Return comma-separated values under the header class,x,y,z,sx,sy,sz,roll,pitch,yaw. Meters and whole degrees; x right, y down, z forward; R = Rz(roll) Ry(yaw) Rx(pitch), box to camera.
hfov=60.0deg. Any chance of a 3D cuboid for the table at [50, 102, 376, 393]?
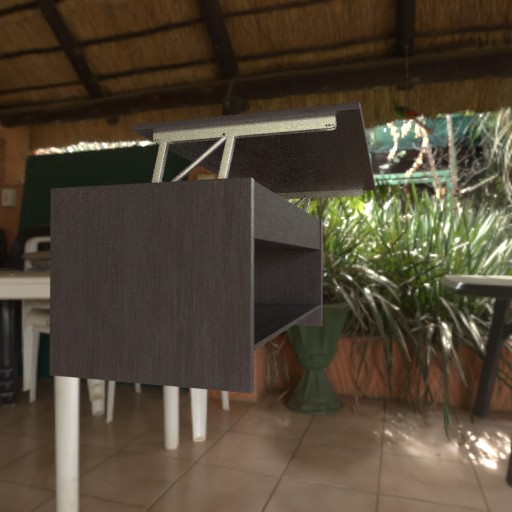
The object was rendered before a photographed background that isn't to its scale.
class,x,y,z,sx,sy,sz,roll,pitch,yaw
table,0.000,0.000,1.418,0.712,0.570,1.000,0,-1,17
